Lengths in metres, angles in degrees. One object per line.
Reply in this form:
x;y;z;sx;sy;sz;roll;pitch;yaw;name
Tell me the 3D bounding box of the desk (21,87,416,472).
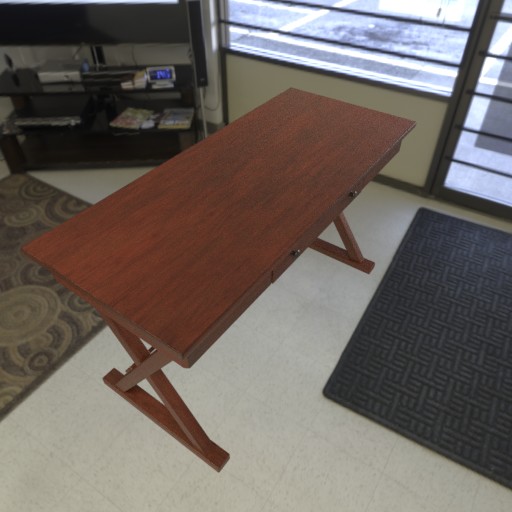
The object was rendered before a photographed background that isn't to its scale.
0.000;0.000;1.749;0.600;0.761;1.372;26;48;26;desk
